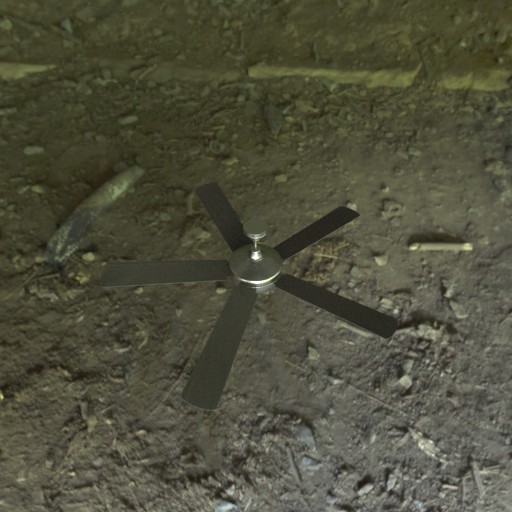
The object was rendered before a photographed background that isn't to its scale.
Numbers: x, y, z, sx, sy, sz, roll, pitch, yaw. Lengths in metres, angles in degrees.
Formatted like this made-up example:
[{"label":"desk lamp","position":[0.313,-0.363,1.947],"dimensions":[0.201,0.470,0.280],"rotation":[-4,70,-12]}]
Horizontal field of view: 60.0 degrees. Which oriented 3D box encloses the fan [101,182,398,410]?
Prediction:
[{"label":"fan","position":[0.000,0.000,1.994],"dimensions":[1.321,0.356,1.321],"rotation":[32,53,28]}]
